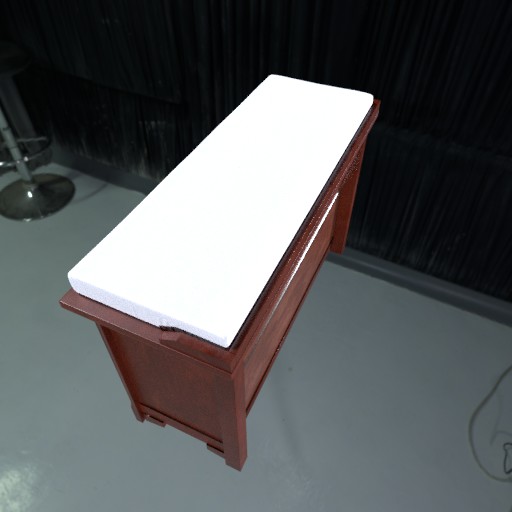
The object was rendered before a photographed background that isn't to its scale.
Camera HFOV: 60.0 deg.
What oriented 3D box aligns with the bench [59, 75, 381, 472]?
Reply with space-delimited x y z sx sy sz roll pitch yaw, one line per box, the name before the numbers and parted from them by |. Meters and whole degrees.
bench | 0.000 0.000 1.287 0.369 0.646 0.987 19 49 17
